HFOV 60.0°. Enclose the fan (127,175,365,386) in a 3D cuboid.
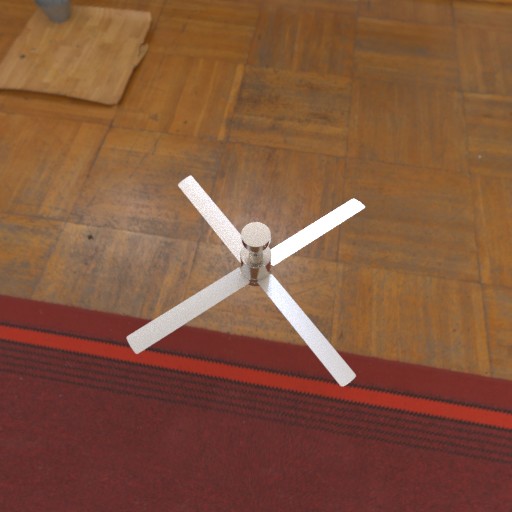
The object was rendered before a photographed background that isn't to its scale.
[{"bbox_3d":[0.000,0.000,1.999,1.322,0.355,1.322,-32,64,-17],"label":"fan"}]
